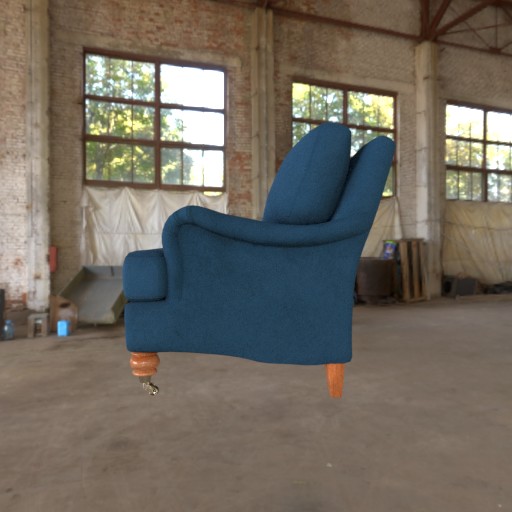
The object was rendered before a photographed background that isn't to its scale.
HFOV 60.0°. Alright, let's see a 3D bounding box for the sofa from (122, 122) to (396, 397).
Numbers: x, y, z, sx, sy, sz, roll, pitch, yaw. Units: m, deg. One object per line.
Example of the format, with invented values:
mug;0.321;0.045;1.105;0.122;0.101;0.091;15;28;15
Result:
sofa;0.000;0.000;2.735;1.084;1.101;2.141;0;0;-1
